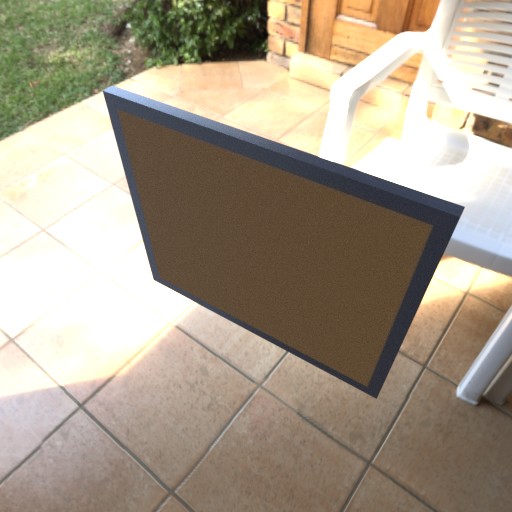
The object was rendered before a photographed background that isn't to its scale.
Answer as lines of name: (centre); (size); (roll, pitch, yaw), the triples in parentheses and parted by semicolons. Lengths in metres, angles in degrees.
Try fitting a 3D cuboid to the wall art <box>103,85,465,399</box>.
wall art: (0.000, 0.000, 0.924); (0.660, 0.558, 0.026); (25, 52, 21)
